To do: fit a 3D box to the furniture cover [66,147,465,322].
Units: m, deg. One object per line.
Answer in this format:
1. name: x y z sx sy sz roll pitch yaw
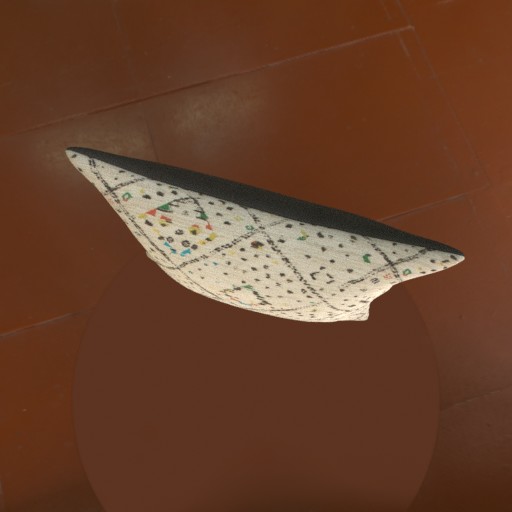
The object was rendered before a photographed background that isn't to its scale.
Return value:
1. furniture cover: 0.000 0.000 0.784 0.525 0.498 0.180 16 75 4
